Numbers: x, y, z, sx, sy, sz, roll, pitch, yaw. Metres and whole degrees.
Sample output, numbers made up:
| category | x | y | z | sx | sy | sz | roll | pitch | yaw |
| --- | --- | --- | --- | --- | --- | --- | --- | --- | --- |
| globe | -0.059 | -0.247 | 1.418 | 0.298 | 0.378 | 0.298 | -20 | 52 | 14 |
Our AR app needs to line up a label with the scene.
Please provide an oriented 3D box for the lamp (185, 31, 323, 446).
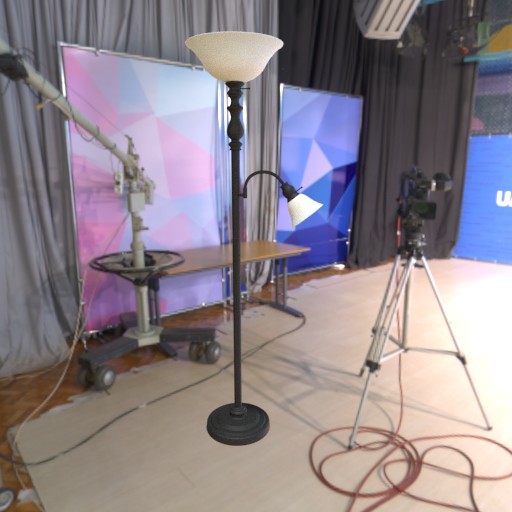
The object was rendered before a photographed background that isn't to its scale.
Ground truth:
| category | x | y | z | sx | sy | sz | roll | pitch | yaw |
| --- | --- | --- | --- | --- | --- | --- | --- | --- | --- |
| lamp | 0.000 | 0.000 | 2.024 | 0.588 | 1.793 | 0.405 | 3 | 14 | 11 |
